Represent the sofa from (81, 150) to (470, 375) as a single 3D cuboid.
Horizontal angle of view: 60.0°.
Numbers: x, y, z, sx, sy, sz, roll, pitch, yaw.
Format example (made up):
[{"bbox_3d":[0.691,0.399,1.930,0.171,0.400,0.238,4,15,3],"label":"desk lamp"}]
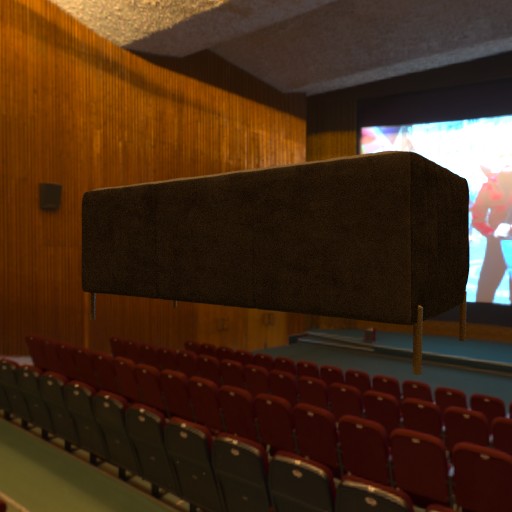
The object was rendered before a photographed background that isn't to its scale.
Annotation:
[{"bbox_3d":[0.000,0.000,2.372,1.980,0.780,0.876,1,1,36],"label":"sofa"}]
